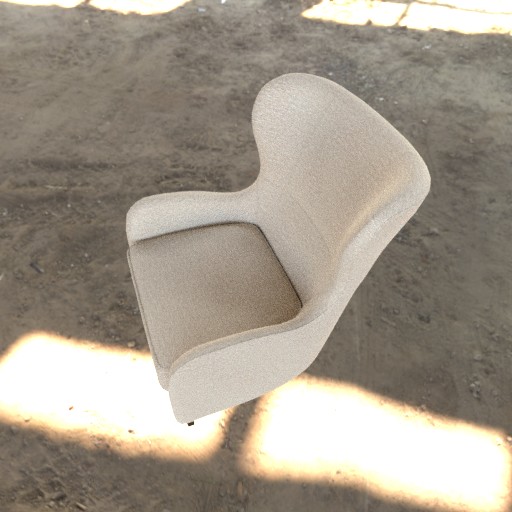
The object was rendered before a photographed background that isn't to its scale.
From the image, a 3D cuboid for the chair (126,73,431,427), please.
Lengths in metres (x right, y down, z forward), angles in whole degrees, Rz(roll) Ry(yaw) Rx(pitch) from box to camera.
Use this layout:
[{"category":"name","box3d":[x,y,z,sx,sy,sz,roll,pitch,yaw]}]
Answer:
[{"category":"chair","box3d":[0.000,0.000,1.770,0.984,1.064,0.861,-16,49,-14]}]
